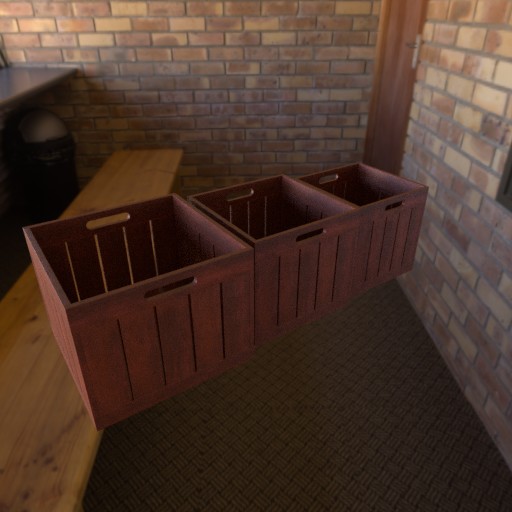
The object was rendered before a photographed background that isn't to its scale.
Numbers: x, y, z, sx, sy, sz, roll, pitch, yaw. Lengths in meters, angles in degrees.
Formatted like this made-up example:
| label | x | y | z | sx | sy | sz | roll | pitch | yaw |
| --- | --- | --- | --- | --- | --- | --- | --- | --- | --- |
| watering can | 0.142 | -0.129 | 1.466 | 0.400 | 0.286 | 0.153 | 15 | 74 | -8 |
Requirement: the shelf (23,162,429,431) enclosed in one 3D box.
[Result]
| label | x | y | z | sx | sy | sz | roll | pitch | yaw |
| --- | --- | --- | --- | --- | --- | --- | --- | --- | --- |
| shelf | 0.000 | 0.000 | 1.241 | 1.064 | 0.311 | 0.393 | -19 | 34 | -29 |
